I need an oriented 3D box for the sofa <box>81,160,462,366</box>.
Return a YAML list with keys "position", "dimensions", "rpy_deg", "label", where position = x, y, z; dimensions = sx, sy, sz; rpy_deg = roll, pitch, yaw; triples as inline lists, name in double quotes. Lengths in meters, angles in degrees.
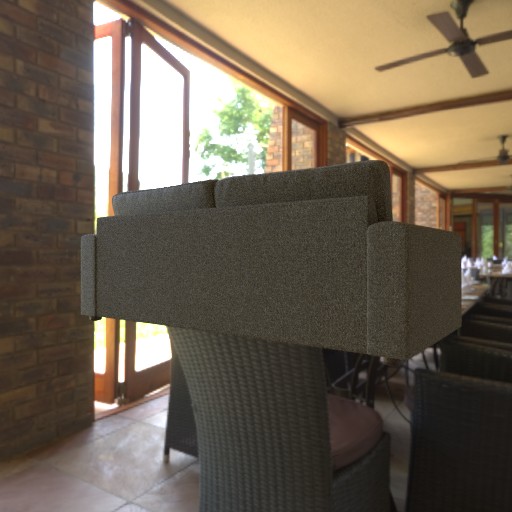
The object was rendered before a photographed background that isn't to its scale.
- position: [0.000, 0.000, 2.740]
  dimensions: [2.179, 0.873, 1.016]
  rpy_deg: [0, 0, 36]
  label: "sofa"
